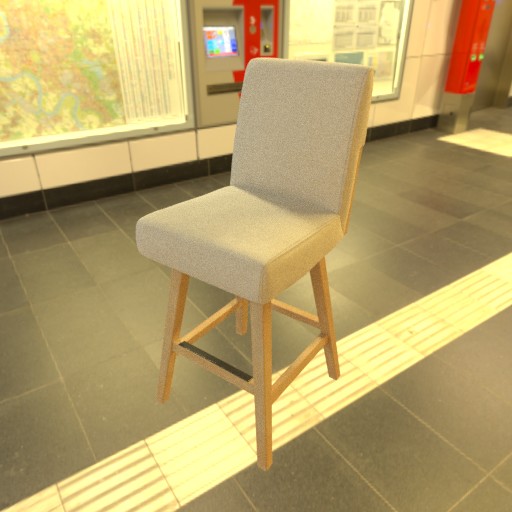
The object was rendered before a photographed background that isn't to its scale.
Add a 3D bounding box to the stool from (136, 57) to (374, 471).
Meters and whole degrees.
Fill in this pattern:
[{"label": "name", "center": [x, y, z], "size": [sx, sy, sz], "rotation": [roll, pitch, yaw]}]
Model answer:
[{"label": "stool", "center": [0.000, 0.000, 1.293], "size": [0.446, 1.015, 0.543], "rotation": [19, 34, 31]}]
